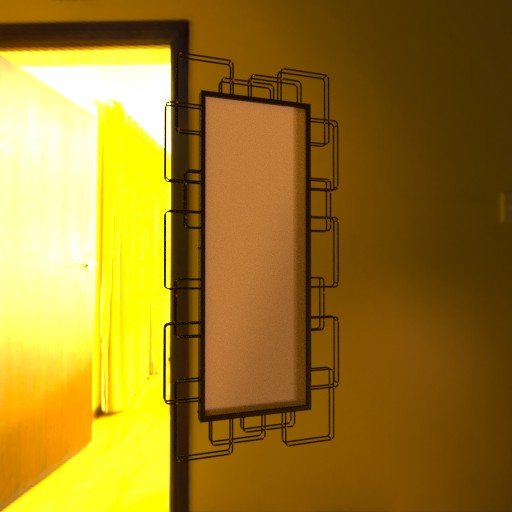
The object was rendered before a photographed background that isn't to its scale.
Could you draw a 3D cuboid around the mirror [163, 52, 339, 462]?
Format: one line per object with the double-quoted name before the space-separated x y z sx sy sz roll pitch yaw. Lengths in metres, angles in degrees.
"mirror" 0.000 0.000 1.379 0.565 1.192 0.037 0 -1 -19
